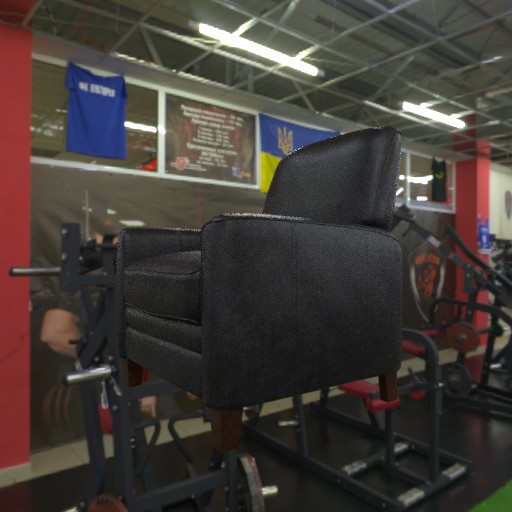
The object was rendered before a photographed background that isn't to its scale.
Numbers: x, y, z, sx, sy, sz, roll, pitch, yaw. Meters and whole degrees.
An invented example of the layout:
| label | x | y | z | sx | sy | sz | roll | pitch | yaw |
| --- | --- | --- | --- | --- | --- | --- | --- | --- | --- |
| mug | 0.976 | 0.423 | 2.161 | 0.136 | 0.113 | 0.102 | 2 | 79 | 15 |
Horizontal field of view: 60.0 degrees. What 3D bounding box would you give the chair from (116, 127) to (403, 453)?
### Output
| label | x | y | z | sx | sy | sz | roll | pitch | yaw |
| --- | --- | --- | --- | --- | --- | --- | --- | --- | --- |
| chair | 0.000 | 0.000 | 1.659 | 0.864 | 1.014 | 0.848 | 0 | 0 | -36 |
